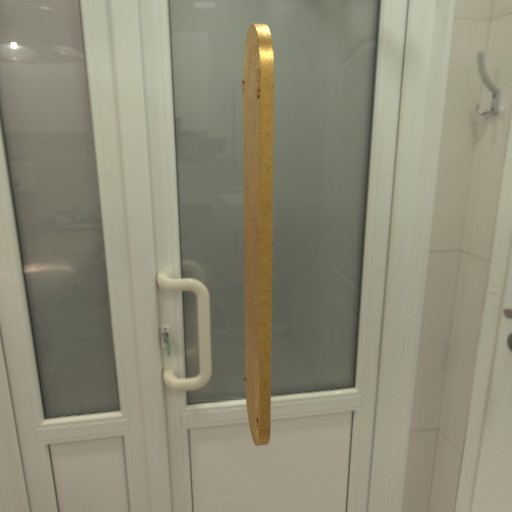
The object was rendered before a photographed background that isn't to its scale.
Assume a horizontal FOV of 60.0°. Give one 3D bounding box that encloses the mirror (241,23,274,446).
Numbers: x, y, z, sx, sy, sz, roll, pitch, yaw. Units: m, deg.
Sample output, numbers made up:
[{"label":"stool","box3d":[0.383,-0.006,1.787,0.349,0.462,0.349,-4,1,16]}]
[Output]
[{"label":"mirror","box3d":[0.000,0.000,1.049,0.032,0.991,0.222,-3,16,-10]}]
